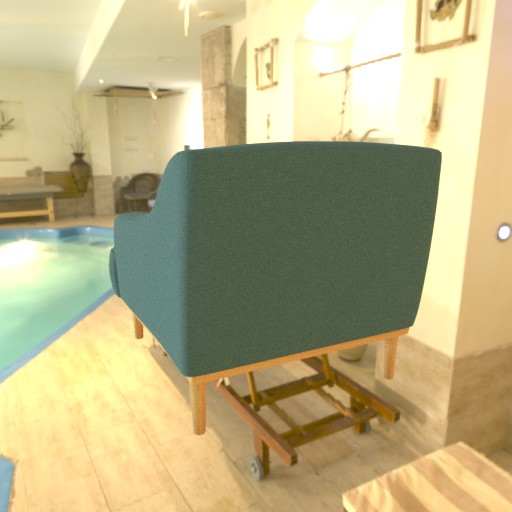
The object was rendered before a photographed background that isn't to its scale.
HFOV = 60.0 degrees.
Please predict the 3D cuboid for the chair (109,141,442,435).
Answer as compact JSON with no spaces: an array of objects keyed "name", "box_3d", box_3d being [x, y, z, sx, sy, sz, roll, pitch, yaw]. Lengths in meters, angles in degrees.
[{"name":"chair","box_3d":[0.000,0.000,1.648,0.946,0.818,0.951,-7,15,-25]}]
